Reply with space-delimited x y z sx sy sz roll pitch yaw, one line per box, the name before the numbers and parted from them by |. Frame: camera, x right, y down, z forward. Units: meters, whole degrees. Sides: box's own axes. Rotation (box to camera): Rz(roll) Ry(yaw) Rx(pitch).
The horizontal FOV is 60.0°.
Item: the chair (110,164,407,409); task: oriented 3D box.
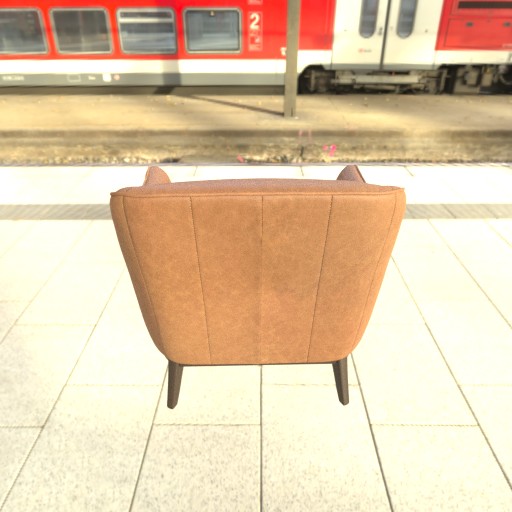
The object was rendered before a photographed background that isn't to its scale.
chair | 0.000 0.000 1.570 0.871 0.830 0.852 -1 30 -1
